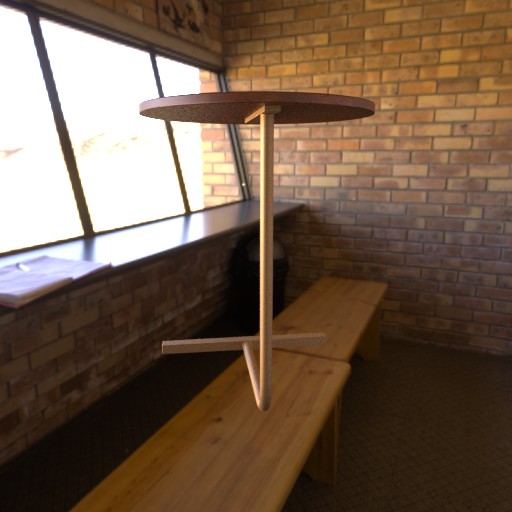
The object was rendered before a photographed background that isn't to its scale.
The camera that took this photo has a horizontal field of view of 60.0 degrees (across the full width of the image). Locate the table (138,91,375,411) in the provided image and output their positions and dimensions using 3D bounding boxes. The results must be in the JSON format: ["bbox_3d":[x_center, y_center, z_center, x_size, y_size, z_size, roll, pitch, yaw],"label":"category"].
[{"bbox_3d":[0.000,0.000,1.112,0.530,0.706,0.577,-2,13,-7],"label":"table"}]
